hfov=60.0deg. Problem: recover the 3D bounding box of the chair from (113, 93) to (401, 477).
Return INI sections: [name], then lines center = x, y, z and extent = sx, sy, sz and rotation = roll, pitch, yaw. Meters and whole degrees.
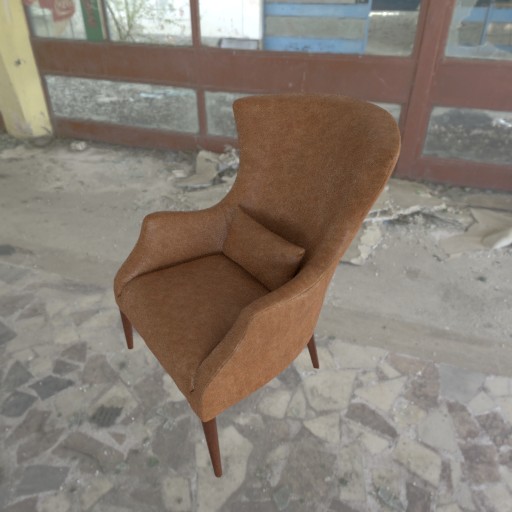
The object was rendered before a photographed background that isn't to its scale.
[chair]
center = 0.000, 0.000, 1.734
extent = 0.955, 1.067, 0.846
rotation = -21, 38, -30
